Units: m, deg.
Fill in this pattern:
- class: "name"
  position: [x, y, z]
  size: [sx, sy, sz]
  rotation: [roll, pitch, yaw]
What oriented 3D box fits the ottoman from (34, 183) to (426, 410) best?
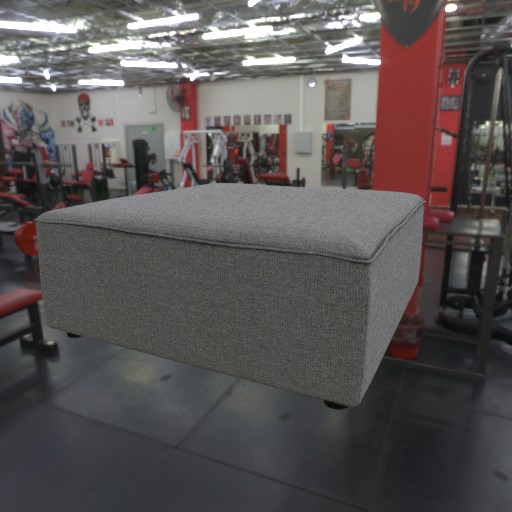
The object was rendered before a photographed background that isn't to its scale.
- class: "ottoman"
  position: [0.000, 0.000, 1.570]
  size: [1.023, 0.423, 1.017]
  rotation: [7, 16, 26]
